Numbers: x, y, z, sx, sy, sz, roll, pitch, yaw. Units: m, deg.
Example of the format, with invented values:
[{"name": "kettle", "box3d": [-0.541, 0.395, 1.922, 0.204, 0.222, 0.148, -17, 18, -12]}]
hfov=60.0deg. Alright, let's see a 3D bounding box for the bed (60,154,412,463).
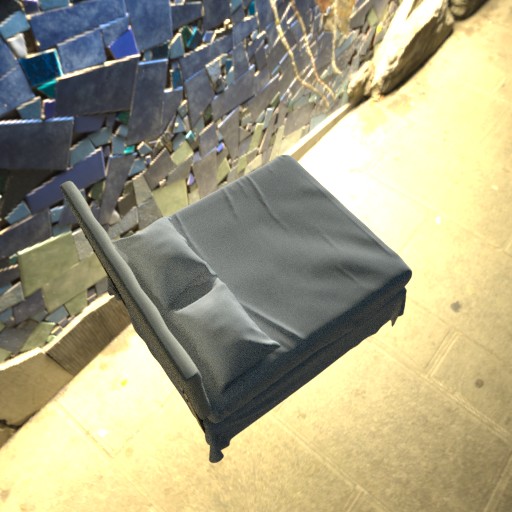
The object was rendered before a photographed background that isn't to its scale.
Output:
[{"name": "bed", "box3d": [0.000, 0.000, 3.548, 2.222, 1.577, 1.936, -31, 62, -18]}]
